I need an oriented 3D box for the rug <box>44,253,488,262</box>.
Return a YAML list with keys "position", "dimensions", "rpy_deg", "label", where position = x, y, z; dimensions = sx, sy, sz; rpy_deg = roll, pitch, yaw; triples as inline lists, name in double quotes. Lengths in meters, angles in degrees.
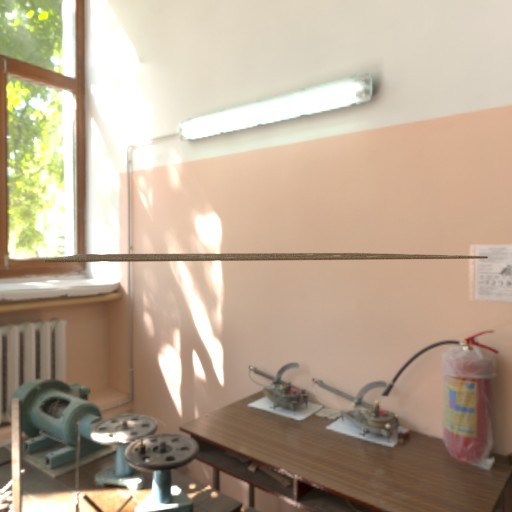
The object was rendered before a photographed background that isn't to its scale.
- position: [0.000, 0.000, 2.887]
  dimensions: [2.290, 0.014, 1.526]
  rpy_deg: [0, 1, -17]
  label: "rug"
